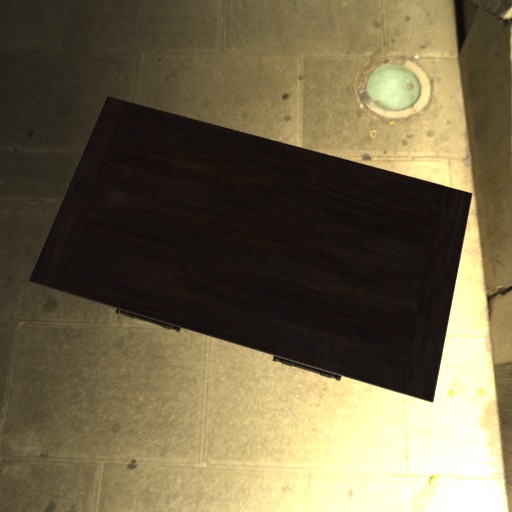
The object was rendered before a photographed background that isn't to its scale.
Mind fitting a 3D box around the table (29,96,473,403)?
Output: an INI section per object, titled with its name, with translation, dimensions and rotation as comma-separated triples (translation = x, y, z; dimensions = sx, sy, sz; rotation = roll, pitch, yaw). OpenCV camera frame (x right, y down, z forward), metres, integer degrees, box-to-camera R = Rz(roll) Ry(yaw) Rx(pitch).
[table]
translation = 0.000, 0.000, 1.642
dimensions = 1.270, 0.494, 0.700
rotation = 16, 77, 4
